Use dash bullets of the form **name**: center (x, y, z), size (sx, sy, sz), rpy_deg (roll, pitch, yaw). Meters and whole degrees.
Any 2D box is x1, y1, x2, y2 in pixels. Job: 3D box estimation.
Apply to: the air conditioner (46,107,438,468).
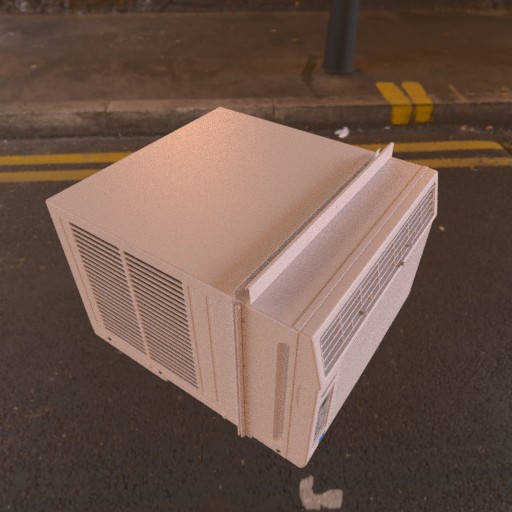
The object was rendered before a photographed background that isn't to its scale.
- **air conditioner**: center (0.000, 0.000, 0.895), size (0.546, 0.388, 0.503), rpy_deg (25, 47, 25)
